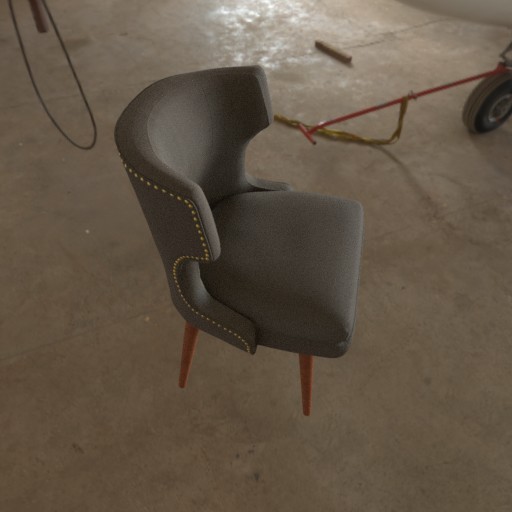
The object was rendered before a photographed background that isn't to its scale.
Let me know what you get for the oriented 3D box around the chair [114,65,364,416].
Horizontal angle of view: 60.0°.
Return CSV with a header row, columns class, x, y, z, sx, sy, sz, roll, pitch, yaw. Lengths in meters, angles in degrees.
class,x,y,z,sx,sy,sz,roll,pitch,yaw
chair,0.000,0.000,1.246,0.581,0.863,0.595,10,47,9
